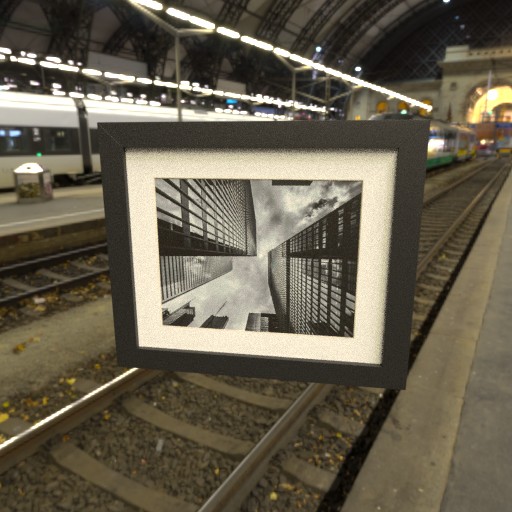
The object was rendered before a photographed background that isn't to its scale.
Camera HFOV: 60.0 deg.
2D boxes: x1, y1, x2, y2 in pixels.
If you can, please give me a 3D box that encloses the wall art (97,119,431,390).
[{"bbox_3d":[0.000,0.000,0.553,0.381,0.321,0.028,2,14,9],"label":"wall art"}]
